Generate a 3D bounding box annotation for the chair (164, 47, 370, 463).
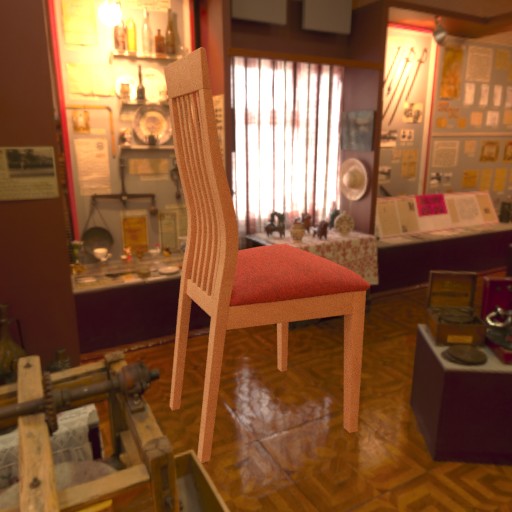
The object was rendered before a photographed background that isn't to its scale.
[{"bbox_3d":[0.000,0.000,1.280,0.474,1.027,0.460,-7,16,-26],"label":"chair"}]
